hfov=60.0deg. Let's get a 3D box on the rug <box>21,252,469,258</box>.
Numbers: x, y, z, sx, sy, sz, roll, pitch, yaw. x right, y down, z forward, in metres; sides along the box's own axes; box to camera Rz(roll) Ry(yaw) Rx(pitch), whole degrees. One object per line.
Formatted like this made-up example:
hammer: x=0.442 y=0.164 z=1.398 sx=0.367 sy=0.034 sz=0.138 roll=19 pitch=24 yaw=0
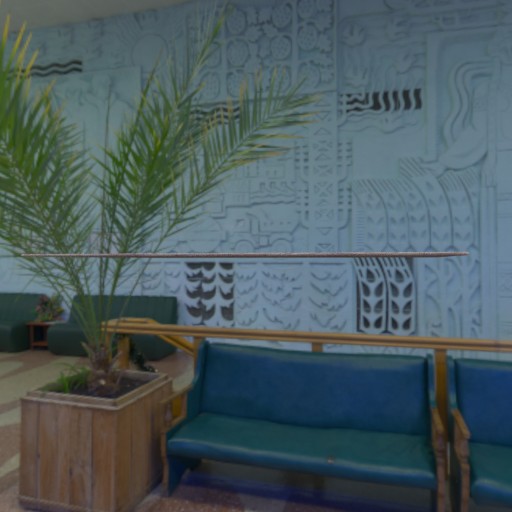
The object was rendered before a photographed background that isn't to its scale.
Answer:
rug: x=0.000 y=0.000 z=2.973 sx=2.390 sy=0.015 sz=1.609 roll=0 pitch=-1 yaw=18
